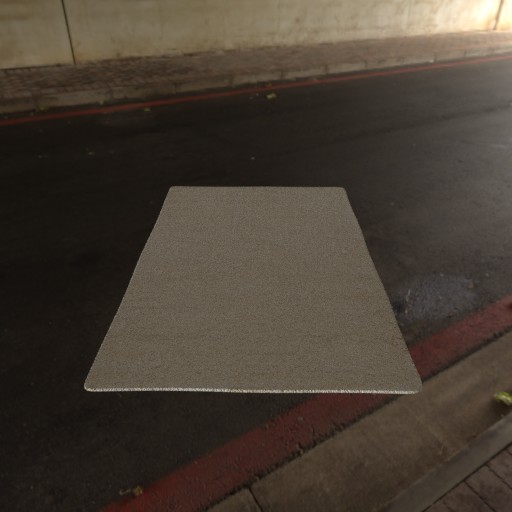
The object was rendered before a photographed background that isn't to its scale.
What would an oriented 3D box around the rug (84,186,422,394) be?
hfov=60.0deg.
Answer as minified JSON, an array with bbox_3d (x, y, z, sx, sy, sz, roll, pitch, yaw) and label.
[{"bbox_3d":[0.000,0.000,3.468,1.798,0.025,2.698,0,32,1],"label":"rug"}]
